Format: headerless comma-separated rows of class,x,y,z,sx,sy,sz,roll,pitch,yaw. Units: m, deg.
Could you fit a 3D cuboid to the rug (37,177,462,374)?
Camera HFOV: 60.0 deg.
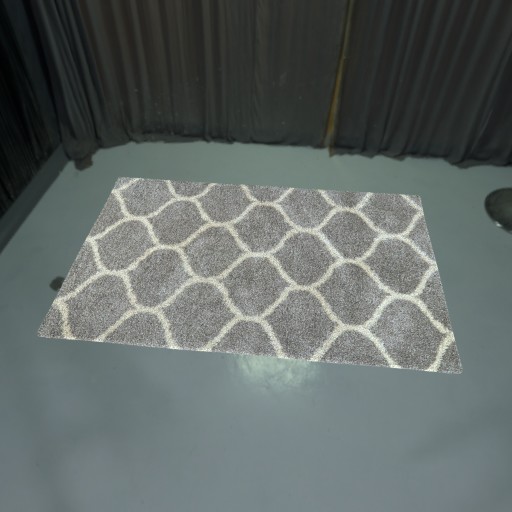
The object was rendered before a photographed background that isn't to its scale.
rug,0.000,0.000,2.935,2.348,0.025,1.501,4,46,4
